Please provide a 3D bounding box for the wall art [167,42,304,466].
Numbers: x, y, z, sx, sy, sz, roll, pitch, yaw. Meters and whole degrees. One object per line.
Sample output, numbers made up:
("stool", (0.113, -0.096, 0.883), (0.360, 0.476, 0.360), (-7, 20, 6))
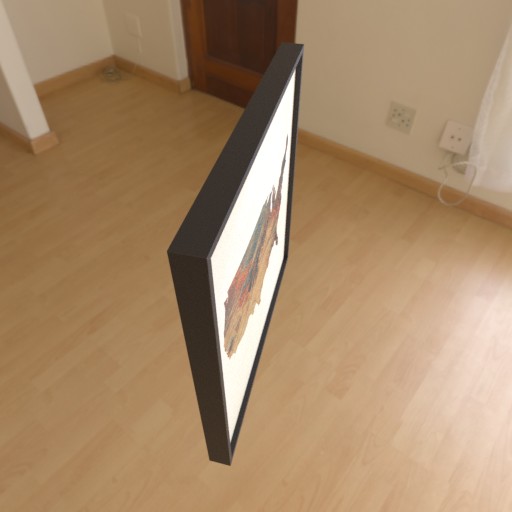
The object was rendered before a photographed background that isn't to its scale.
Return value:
("wall art", (0.000, 0.000, 0.745), (0.038, 0.507, 0.507), (10, 47, 10))
